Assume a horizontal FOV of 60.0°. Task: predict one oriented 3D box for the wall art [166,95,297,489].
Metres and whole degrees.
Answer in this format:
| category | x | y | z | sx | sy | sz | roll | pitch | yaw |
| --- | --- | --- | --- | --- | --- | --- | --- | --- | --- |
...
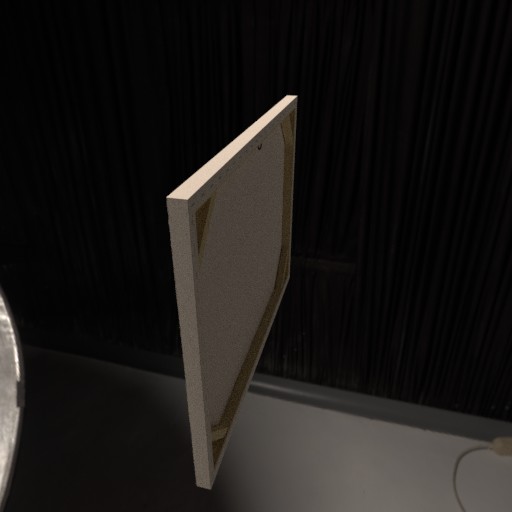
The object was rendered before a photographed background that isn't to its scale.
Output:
| category | x | y | z | sx | sy | sz | roll | pitch | yaw |
| --- | --- | --- | --- | --- | --- | --- | --- | --- | --- |
| wall art | 0.000 | 0.000 | 1.338 | 0.038 | 0.762 | 1.016 | 7 | 30 | 13 |
